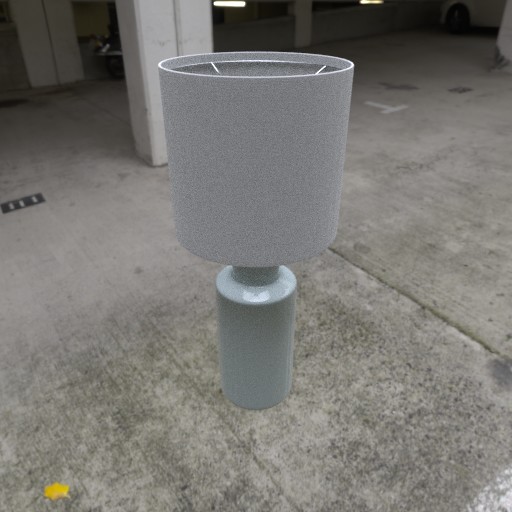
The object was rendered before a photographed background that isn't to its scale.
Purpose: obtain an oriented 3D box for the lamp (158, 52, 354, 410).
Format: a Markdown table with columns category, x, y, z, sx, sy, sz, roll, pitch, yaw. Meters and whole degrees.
| category | x | y | z | sx | sy | sz | roll | pitch | yaw |
| --- | --- | --- | --- | --- | --- | --- | --- | --- | --- |
| lamp | 0.000 | 0.000 | 0.611 | 0.212 | 0.493 | 0.212 | -19 | 35 | -29 |
